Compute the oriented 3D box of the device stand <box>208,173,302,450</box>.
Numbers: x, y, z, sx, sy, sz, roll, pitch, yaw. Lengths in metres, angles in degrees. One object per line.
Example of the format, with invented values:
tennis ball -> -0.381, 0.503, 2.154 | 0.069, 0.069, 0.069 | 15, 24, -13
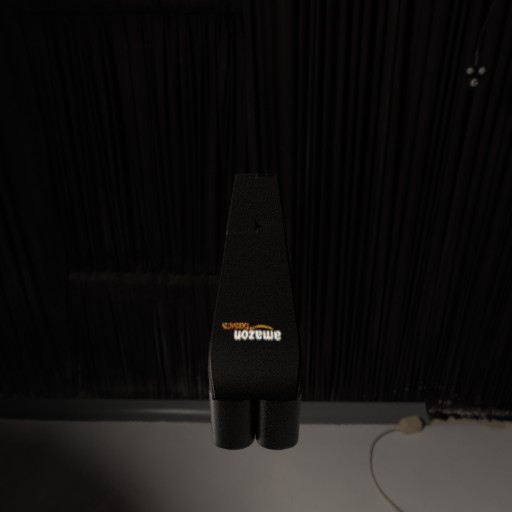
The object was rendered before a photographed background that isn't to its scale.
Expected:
device stand -> 0.000, 0.000, 0.192 | 0.026, 0.030, 0.179 | 0, 27, 0
